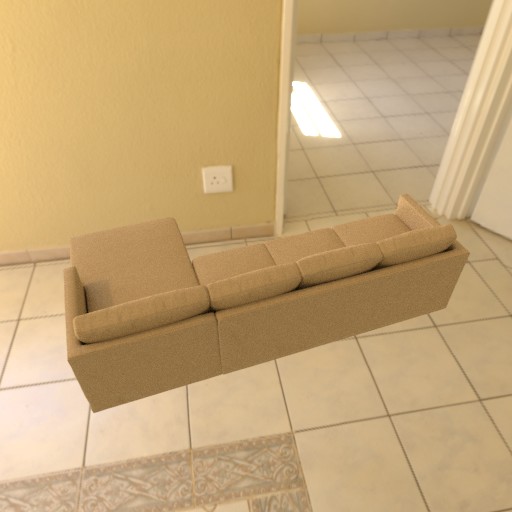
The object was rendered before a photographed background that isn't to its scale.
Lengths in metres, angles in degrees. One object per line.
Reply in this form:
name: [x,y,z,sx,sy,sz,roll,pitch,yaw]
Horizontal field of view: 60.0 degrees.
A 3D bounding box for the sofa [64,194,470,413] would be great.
sofa: [0.000,0.000,3.977,3.177,0.867,1.622,-13,44,-14]
